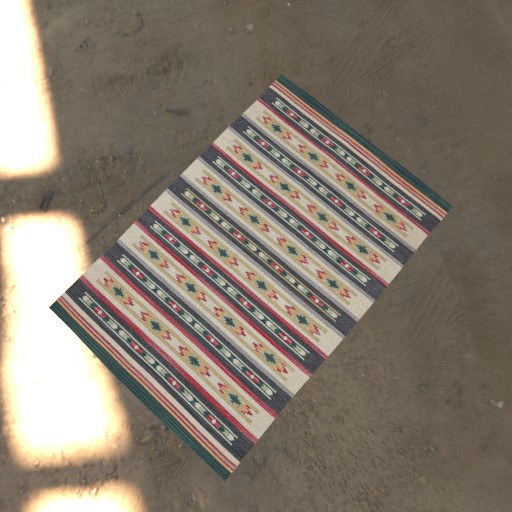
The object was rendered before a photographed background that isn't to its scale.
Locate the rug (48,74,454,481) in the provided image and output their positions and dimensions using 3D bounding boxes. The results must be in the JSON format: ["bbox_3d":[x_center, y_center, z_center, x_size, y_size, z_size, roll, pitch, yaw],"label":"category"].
[{"bbox_3d":[0.000,0.000,2.315,1.221,0.009,1.825,41,80,9],"label":"rug"}]
